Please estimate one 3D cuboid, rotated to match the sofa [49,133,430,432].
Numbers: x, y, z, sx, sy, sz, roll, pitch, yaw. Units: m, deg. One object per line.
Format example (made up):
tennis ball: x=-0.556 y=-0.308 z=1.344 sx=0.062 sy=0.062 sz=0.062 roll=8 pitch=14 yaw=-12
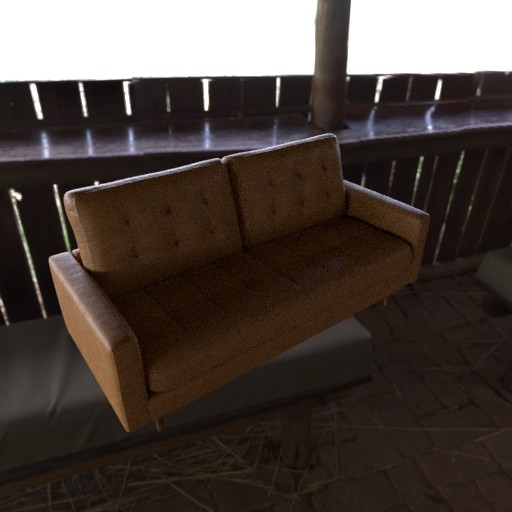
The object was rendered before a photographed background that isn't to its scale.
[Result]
sofa: x=0.000 y=0.000 z=2.271 sx=1.821 sy=0.898 sz=0.850 roll=-21 pitch=36 yaw=-31
